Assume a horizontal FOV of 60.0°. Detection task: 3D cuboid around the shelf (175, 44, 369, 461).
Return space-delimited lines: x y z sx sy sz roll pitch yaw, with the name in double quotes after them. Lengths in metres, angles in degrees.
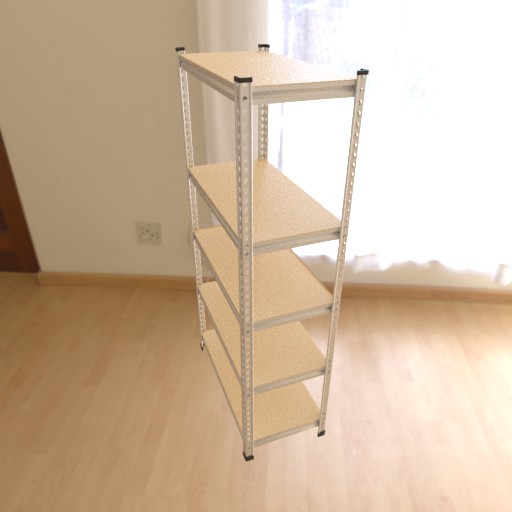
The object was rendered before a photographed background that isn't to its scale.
0.000 0.000 2.217 0.457 1.829 0.914 -11 32 -18 "shelf"
